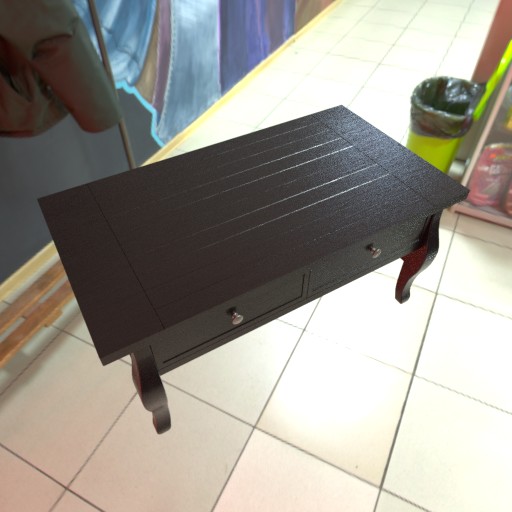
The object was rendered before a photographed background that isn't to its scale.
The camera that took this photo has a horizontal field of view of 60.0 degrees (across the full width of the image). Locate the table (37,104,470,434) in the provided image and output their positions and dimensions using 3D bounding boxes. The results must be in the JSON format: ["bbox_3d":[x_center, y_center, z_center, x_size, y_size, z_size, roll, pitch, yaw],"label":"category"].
[{"bbox_3d":[0.000,0.000,1.416,1.062,0.494,0.600,-23,50,-21],"label":"table"}]
